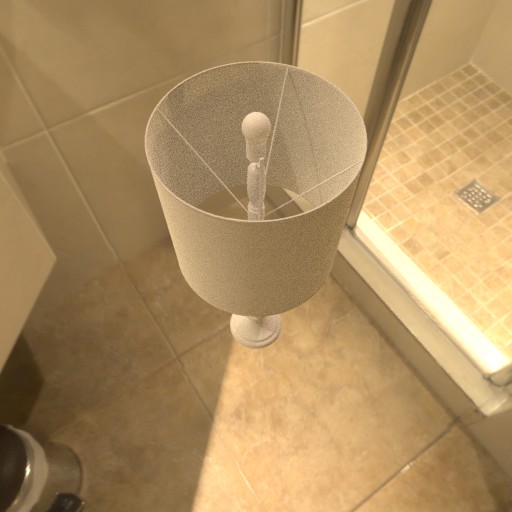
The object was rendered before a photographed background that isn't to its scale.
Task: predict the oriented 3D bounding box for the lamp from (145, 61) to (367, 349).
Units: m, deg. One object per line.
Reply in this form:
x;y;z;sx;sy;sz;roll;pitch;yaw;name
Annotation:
0.000;0.000;0.739;0.250;0.597;0.250;16;61;10;lamp
